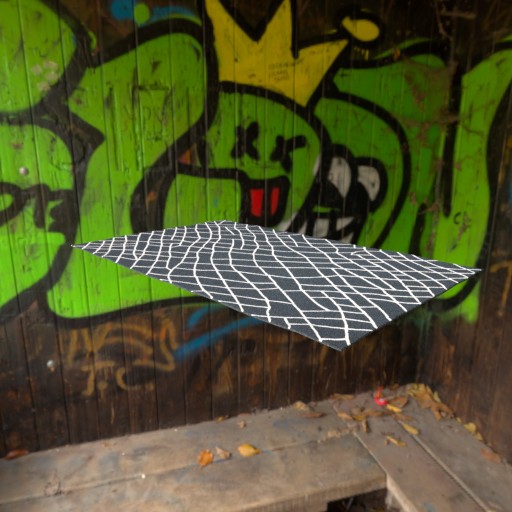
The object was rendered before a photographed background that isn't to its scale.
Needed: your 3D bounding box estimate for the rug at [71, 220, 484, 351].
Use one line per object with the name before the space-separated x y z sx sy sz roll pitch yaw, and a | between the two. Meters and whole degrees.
rug | 0.000 0.000 3.043 2.448 0.017 1.529 14 20 43
